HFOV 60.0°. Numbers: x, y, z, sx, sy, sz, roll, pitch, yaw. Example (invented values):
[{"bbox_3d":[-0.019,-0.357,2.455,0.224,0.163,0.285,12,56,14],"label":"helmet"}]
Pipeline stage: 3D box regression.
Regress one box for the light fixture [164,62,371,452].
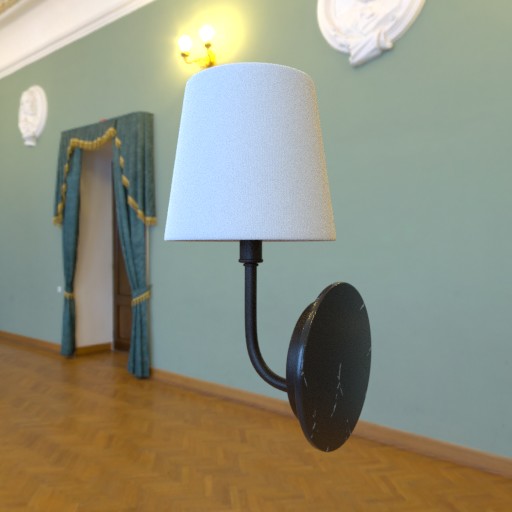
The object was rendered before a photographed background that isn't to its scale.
[{"bbox_3d":[0.000,0.000,0.444,0.188,0.337,0.168,1,2,36],"label":"light fixture"}]
